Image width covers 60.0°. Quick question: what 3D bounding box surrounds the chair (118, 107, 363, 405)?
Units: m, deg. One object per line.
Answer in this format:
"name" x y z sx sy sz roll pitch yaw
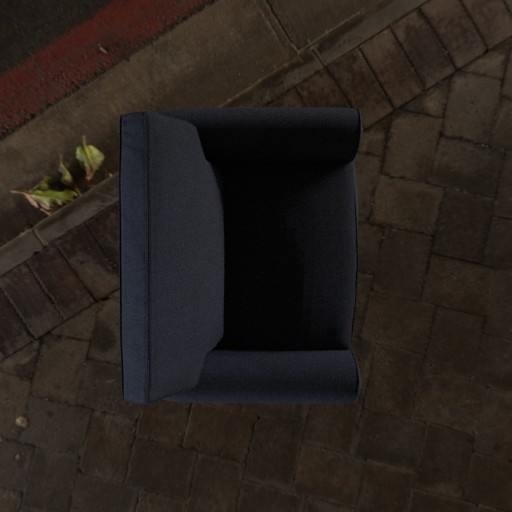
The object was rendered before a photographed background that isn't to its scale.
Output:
"chair" 0.000 0.000 2.014 0.963 1.044 1.285 0 92 1
